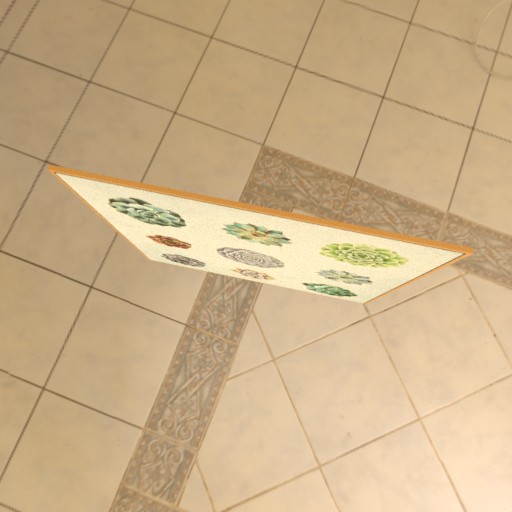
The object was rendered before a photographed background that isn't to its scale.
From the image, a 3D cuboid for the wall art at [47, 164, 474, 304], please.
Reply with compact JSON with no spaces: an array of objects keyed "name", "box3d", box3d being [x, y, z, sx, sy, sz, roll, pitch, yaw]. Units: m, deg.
[{"name":"wall art","box3d":[0.000,0.000,1.449,0.962,0.959,0.013,11,78,3]}]
